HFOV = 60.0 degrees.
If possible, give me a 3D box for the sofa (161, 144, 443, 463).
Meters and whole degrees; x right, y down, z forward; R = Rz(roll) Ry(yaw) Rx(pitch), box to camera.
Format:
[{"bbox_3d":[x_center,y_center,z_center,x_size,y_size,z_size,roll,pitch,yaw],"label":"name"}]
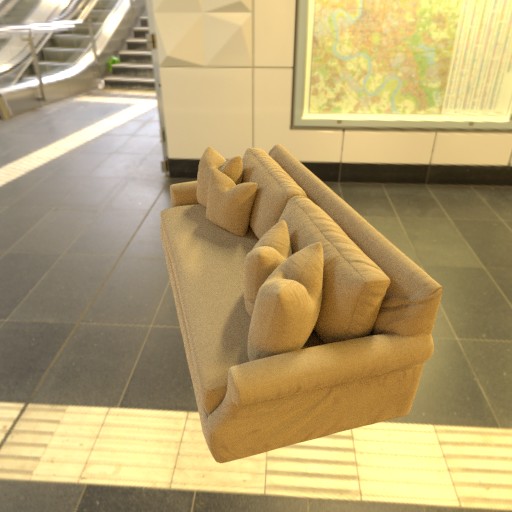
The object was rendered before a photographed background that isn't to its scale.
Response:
[{"bbox_3d":[0.000,0.000,2.818,1.067,0.904,2.285,-8,32,-14],"label":"sofa"}]
